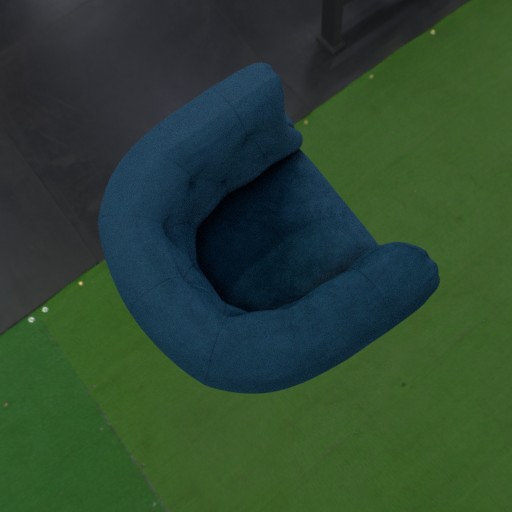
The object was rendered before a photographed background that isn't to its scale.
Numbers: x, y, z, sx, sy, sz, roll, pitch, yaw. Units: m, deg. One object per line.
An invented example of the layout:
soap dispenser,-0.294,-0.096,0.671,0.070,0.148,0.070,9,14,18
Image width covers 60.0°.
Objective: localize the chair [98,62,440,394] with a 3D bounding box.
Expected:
chair,0.000,0.000,1.595,0.851,0.826,0.904,-35,78,-8
